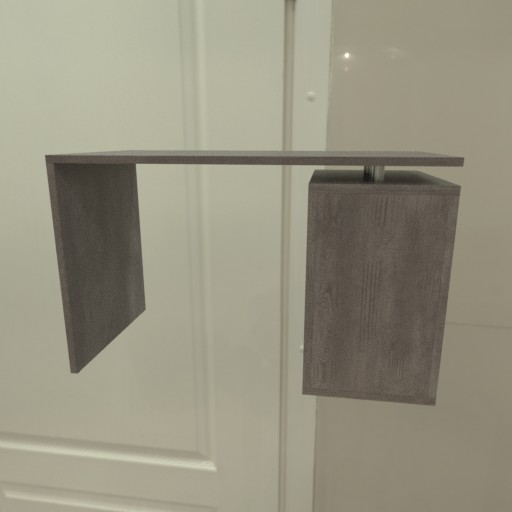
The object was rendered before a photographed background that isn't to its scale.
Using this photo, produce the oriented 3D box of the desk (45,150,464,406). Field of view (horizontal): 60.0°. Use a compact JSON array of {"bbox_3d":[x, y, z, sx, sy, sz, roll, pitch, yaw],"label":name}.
[{"bbox_3d":[0.000,0.000,1.632,1.200,0.740,0.600,2,15,9],"label":"desk"}]
